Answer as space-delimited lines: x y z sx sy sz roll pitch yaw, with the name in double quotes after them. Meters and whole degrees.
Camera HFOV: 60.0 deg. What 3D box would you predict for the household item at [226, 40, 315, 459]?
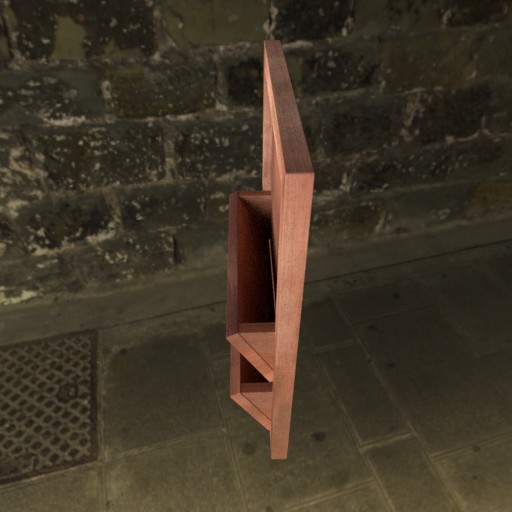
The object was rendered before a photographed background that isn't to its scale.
0.000 0.000 0.539 0.067 0.407 0.310 -1 41 -1 "household item"
